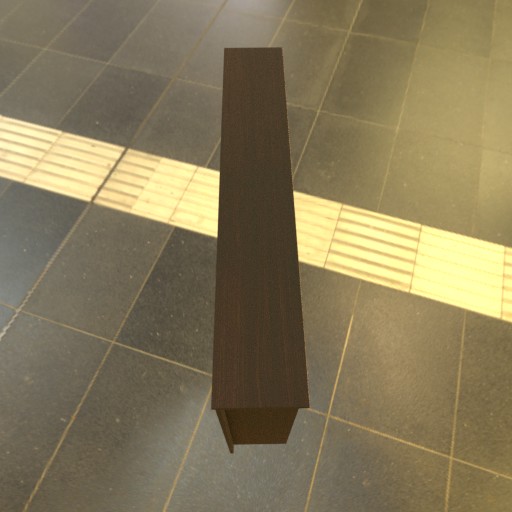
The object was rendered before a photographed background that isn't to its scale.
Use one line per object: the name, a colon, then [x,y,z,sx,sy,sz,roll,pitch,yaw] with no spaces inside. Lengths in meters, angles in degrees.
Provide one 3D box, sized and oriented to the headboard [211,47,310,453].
headboard: [0.000,0.000,2.151,0.279,1.092,1.671,-1,59,0]
